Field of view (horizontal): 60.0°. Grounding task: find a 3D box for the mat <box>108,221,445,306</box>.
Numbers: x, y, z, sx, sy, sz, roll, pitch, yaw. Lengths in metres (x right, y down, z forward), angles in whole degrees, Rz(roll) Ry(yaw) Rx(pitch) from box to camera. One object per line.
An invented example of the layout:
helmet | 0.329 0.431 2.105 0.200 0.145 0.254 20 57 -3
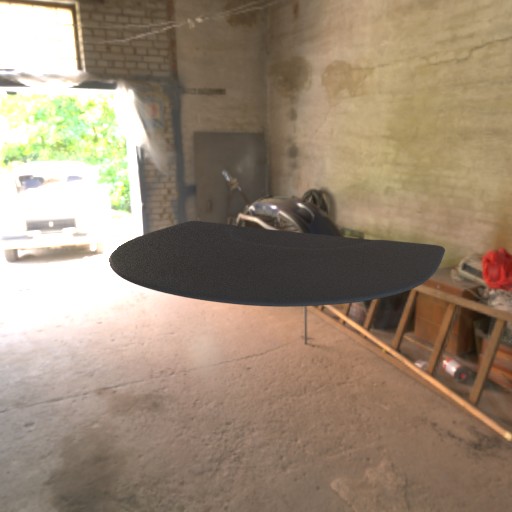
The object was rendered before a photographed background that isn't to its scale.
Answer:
mat | 0.000 0.000 1.621 1.220 0.016 0.917 8 17 26
